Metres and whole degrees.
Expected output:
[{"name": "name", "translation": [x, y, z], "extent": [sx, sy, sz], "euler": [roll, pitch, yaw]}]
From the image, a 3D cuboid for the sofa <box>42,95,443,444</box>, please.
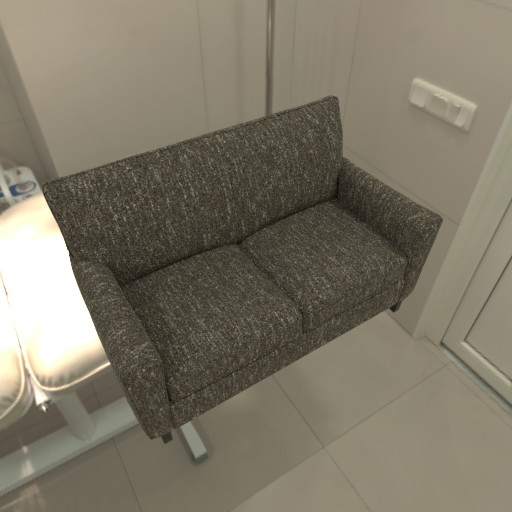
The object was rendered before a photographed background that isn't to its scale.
[{"name": "sofa", "translation": [0.000, 0.000, 2.053], "extent": [1.519, 0.946, 0.801], "euler": [-24, 49, -22]}]
